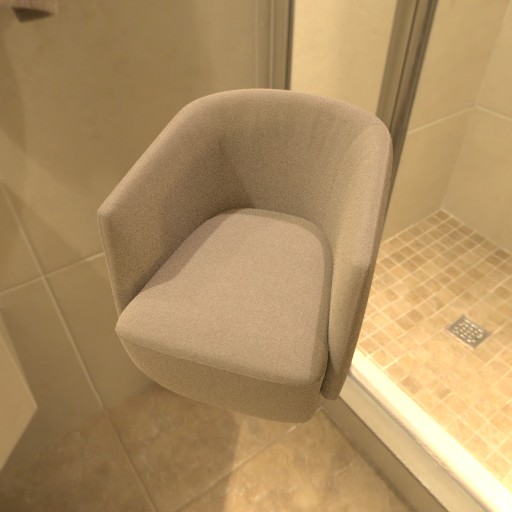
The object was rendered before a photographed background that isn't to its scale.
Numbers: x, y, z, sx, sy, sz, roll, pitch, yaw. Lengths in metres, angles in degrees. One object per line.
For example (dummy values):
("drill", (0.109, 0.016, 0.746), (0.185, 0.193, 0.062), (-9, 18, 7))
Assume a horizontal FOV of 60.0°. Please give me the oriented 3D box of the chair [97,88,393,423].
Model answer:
("chair", (0.000, 0.000, 1.608), (0.822, 0.861, 0.986), (12, 43, 13))
